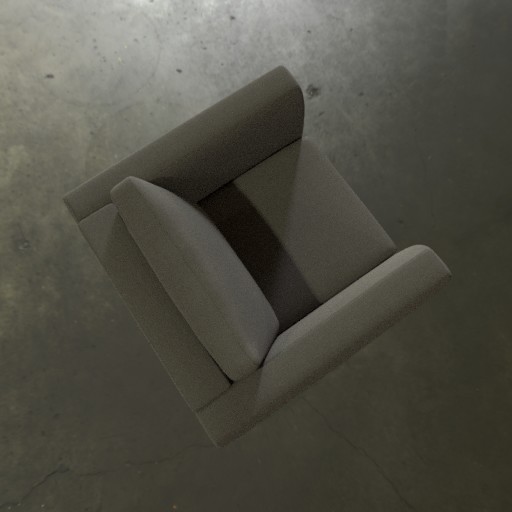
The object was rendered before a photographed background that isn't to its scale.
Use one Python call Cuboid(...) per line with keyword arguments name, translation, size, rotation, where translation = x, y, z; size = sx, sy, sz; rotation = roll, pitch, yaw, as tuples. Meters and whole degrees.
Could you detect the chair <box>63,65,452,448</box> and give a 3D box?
Cuboid(name="chair", translation=(0.000, 0.000, 1.704), size=(0.930, 0.860, 1.000), rotation=(-34, 79, -8))
